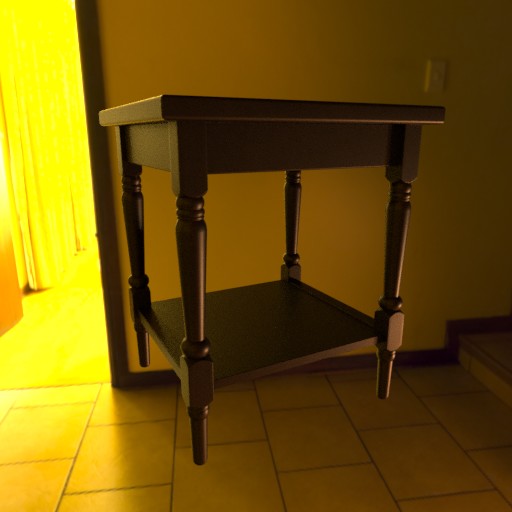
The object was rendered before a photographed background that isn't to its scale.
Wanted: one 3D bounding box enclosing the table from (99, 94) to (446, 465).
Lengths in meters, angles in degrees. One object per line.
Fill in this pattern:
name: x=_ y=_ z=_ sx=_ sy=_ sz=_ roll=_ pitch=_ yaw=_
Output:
table: x=0.000 y=0.000 z=0.894 sx=0.488 sy=0.565 sz=0.442 roll=-8 pitch=17 yaw=-27
